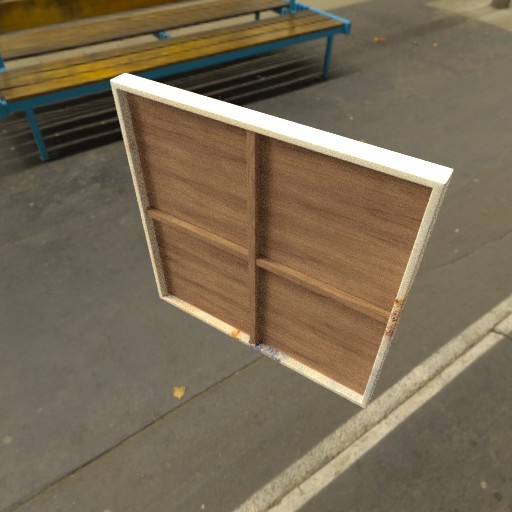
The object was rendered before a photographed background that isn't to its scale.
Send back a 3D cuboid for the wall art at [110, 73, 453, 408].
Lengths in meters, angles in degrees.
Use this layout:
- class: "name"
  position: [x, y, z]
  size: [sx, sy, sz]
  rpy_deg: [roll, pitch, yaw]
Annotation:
- class: "wall art"
  position: [0.000, 0.000, 1.593]
  size: [1.061, 1.061, 0.071]
  rpy_deg: [24, 49, 23]
